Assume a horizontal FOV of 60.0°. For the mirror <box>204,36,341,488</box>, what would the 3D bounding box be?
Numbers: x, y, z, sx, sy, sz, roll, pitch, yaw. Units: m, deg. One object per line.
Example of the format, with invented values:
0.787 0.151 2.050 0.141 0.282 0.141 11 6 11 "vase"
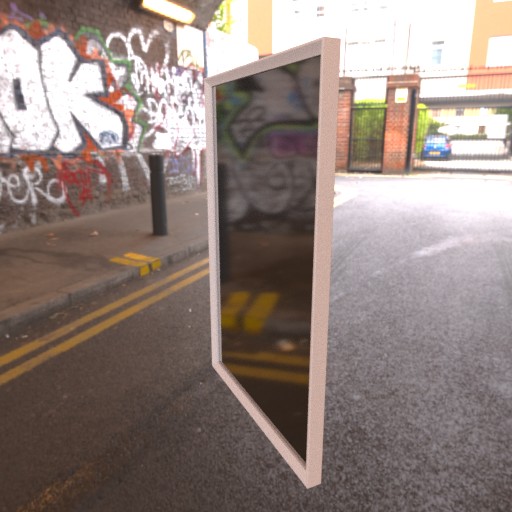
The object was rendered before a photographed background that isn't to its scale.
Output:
0.000 0.000 1.136 0.041 0.915 0.609 -7 16 -25 "mirror"
